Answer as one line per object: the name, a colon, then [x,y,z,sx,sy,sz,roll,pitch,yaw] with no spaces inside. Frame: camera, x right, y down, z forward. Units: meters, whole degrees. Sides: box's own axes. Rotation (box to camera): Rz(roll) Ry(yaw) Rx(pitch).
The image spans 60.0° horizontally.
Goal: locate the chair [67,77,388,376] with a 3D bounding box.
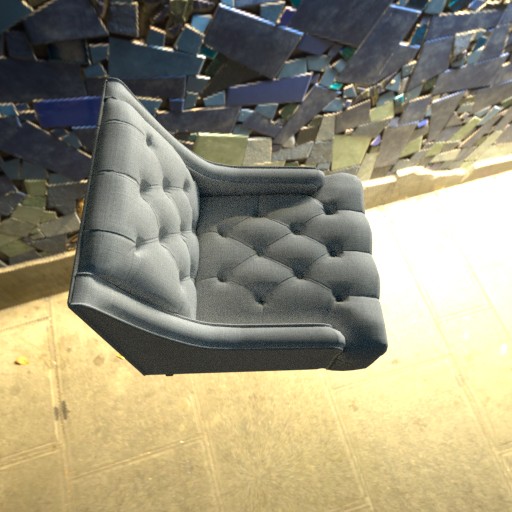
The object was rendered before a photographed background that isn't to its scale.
chair: [0.000,0.000,1.401,0.772,0.891,0.658,-2,64,-1]
